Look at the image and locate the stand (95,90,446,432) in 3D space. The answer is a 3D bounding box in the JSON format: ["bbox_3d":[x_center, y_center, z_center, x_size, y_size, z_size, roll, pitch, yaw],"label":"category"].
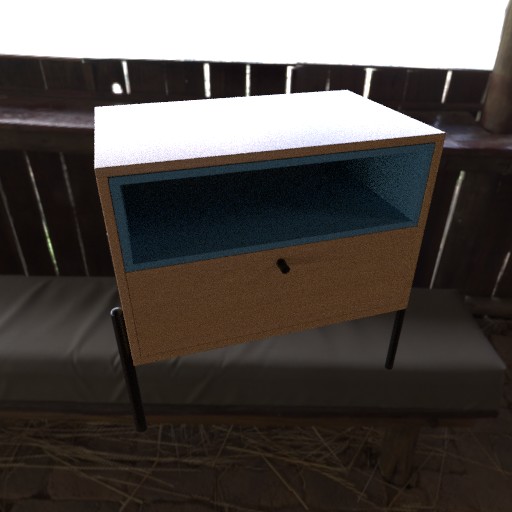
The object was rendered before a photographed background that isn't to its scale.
[{"bbox_3d":[0.000,0.000,0.993,0.630,0.600,0.400,-9,33,-14],"label":"stand"}]
